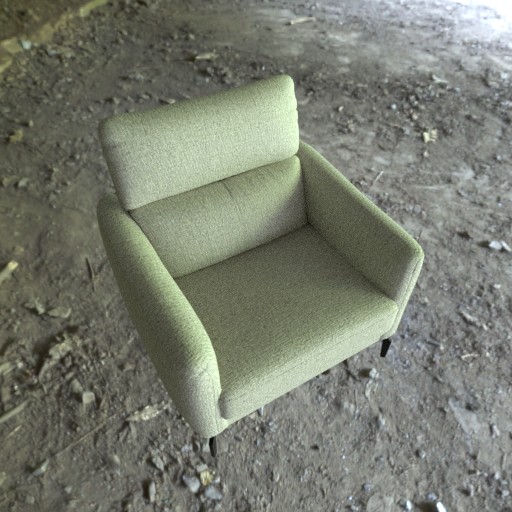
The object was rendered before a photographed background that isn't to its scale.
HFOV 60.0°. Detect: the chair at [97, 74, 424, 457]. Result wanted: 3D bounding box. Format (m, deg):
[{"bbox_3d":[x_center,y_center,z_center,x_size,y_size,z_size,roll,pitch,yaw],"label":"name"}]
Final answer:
[{"bbox_3d":[0.000,0.000,1.651,0.972,0.967,0.835,-23,49,-21],"label":"chair"}]
